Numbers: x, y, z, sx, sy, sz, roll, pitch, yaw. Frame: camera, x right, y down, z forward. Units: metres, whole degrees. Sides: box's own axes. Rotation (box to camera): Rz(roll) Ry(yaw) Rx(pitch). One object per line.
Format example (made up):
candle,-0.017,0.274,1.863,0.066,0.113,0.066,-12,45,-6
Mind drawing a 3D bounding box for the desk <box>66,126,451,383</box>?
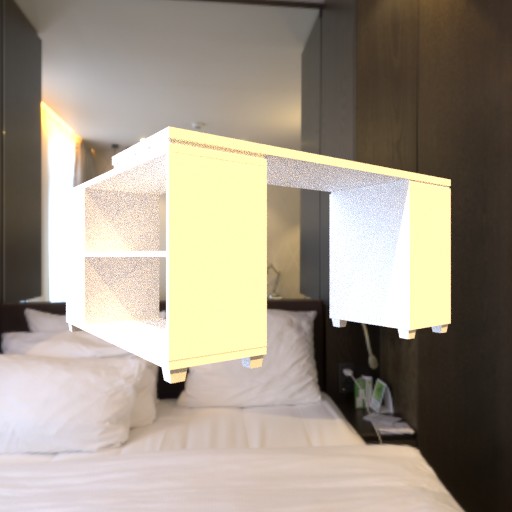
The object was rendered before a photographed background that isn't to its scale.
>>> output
desk,0.000,0.000,2.234,1.524,0.759,1.199,0,0,-37
